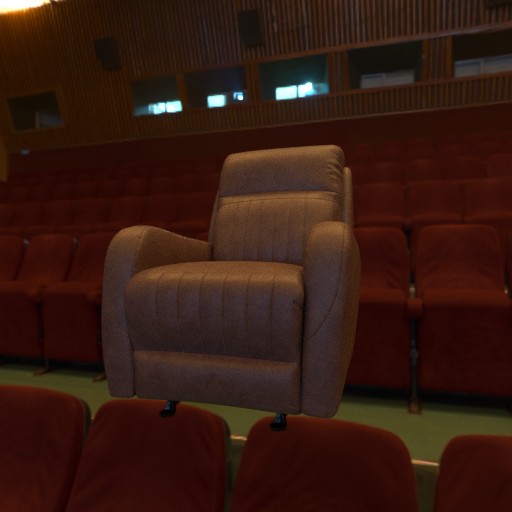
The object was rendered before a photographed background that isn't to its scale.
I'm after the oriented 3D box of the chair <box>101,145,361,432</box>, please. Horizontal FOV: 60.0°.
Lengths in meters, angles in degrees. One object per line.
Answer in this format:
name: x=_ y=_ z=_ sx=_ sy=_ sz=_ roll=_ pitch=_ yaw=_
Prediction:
chair: x=0.000 y=0.000 z=1.844 sx=0.865 sy=1.067 sz=1.067 roll=0 pitch=0 yaw=17
